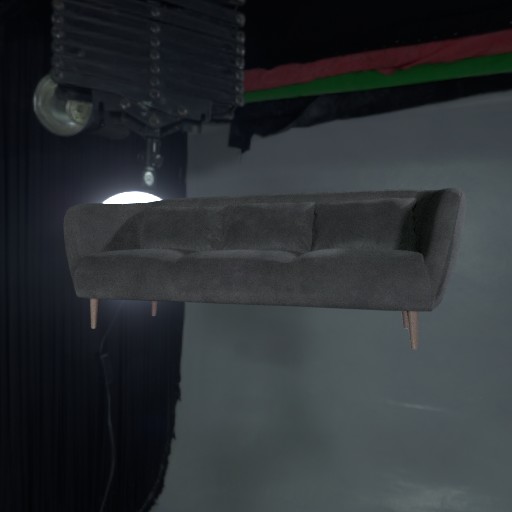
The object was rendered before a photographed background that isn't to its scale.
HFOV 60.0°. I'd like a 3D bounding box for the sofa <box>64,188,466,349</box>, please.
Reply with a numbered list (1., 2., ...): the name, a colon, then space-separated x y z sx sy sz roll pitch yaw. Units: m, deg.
1. sofa: 0.000 0.000 2.737 2.296 0.875 0.956 0 0 19
